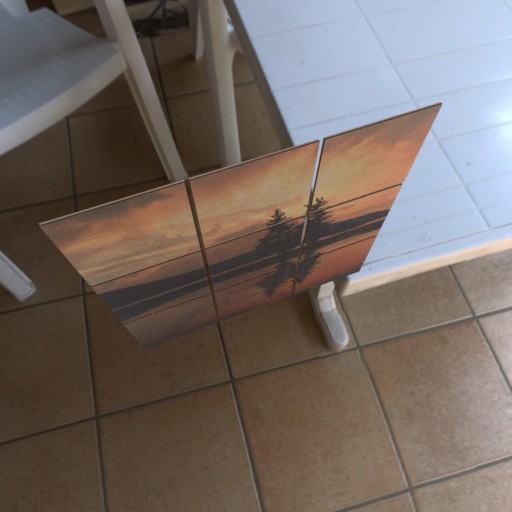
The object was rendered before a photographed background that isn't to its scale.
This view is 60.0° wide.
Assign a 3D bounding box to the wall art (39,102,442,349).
[{"bbox_3d":[0.000,0.000,2.252,1.520,1.525,0.013,-19,65,-9],"label":"wall art"}]
